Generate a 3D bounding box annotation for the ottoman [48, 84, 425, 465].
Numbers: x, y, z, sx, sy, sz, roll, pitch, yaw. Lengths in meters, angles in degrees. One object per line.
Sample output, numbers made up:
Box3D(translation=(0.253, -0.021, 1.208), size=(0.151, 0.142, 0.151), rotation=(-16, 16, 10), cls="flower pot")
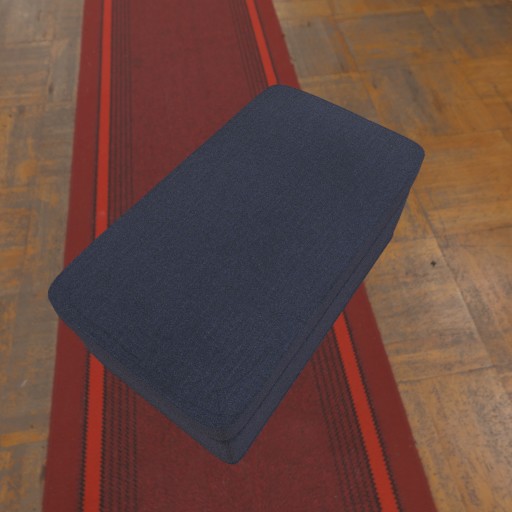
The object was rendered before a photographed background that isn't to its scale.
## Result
Box3D(translation=(0.000, 0.000, 1.192), size=(0.505, 0.453, 0.895), rotation=(31, 62, 19), cls="ottoman")
